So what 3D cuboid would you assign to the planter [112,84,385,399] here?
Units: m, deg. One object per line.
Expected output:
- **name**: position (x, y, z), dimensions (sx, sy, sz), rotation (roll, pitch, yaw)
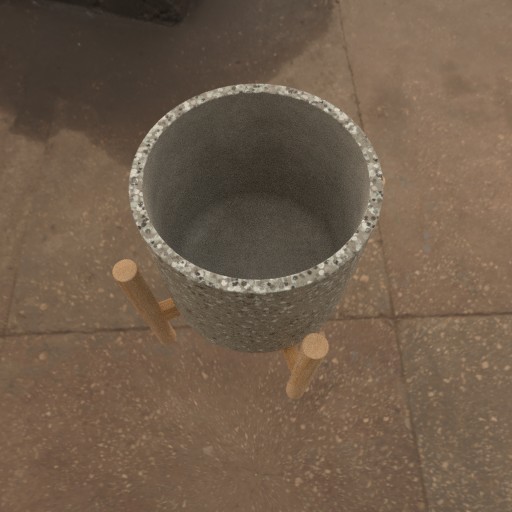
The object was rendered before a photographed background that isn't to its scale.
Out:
- **planter**: position (0.000, 0.000, 0.532), dimensions (0.284, 0.320, 0.284), rotation (0, 64, 0)
